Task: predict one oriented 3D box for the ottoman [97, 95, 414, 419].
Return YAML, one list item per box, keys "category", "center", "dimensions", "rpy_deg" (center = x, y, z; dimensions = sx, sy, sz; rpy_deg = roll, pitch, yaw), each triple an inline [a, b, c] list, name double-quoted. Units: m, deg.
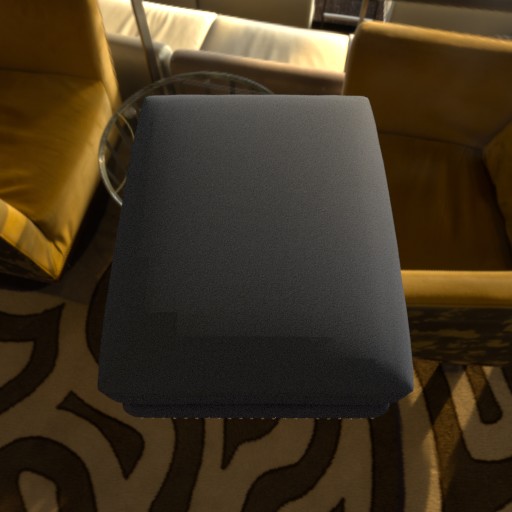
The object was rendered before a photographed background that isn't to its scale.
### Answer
- category: "ottoman"
  center: [0.000, 0.000, 1.105]
  dimensions: [0.584, 0.513, 0.741]
  rpy_deg: [0, 63, 0]
